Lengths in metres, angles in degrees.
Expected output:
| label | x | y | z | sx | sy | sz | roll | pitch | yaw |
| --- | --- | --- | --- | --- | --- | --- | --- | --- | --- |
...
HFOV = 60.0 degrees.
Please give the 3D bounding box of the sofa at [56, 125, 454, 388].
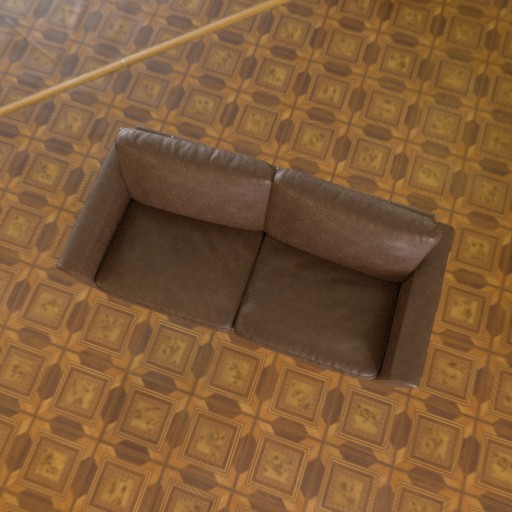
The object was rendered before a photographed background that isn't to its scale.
| label | x | y | z | sx | sy | sz | roll | pitch | yaw |
| --- | --- | --- | --- | --- | --- | --- | --- | --- | --- |
| sofa | 0.000 | 0.000 | 2.730 | 2.179 | 0.873 | 1.016 | 18 | 75 | 5 |
